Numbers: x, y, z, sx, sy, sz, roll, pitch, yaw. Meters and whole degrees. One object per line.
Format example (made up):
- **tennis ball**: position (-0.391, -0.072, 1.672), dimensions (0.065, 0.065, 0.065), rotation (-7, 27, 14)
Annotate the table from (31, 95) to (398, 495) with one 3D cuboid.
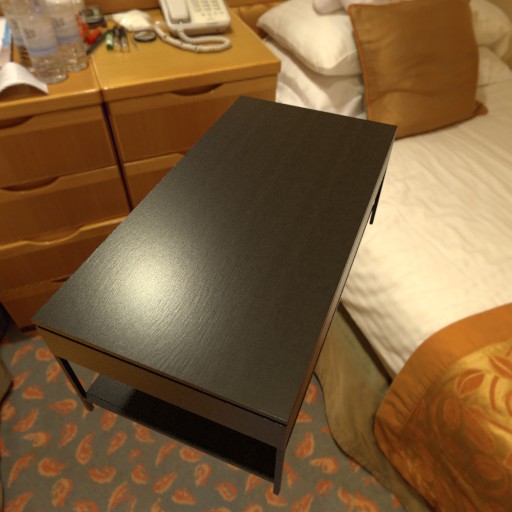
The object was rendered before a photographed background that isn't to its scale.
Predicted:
- **table**: position (0.000, 0.000, 1.364), dimensions (0.574, 0.435, 1.095), rotation (17, 48, 15)
